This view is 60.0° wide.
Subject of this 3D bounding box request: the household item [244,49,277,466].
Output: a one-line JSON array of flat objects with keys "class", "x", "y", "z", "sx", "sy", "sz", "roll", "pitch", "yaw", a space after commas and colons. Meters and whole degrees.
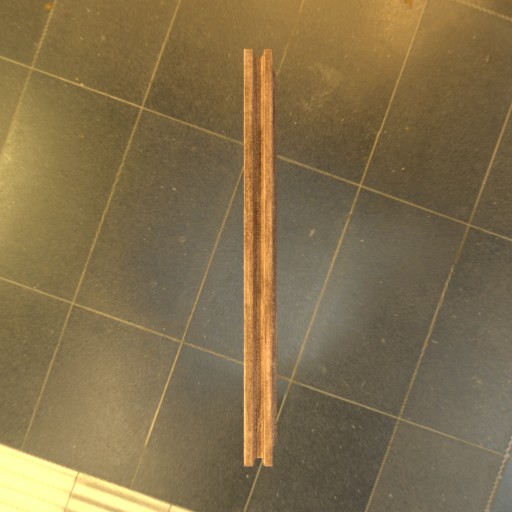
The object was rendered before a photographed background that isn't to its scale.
[{"class": "household item", "x": 0.000, "y": 0.000, "z": 0.315, "sx": 0.018, "sy": 0.237, "sz": 0.186, "roll": 0, "pitch": 91, "yaw": 0}]
